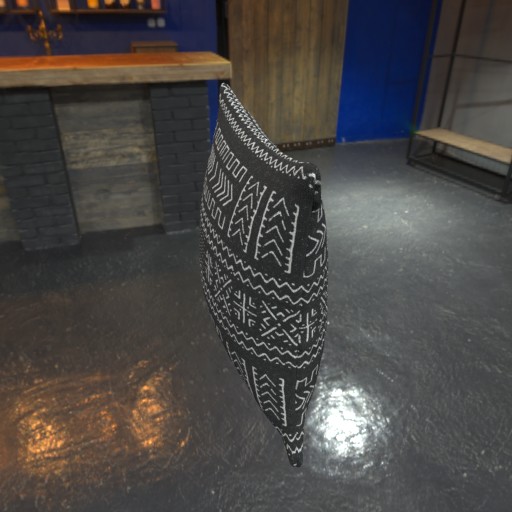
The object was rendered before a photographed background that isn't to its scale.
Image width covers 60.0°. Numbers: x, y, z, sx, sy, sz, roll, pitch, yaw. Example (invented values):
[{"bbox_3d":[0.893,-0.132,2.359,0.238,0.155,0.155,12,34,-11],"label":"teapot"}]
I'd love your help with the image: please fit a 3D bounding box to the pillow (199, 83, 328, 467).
[{"bbox_3d":[0.000,0.000,0.672,0.164,0.430,0.438,-8,31,-12],"label":"pillow"}]
